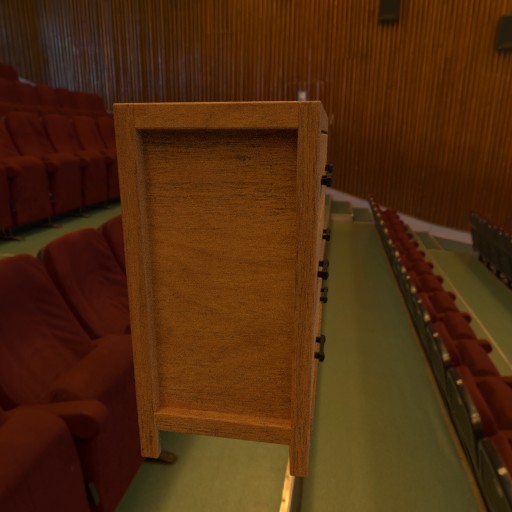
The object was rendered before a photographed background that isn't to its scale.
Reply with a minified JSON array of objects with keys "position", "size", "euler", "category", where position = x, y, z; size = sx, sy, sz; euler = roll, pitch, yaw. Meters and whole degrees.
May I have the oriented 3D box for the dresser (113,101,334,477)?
[{"position":[0.000,0.000,1.304],"size":[0.427,0.804,0.804],"euler":[3,15,9],"category":"dresser"}]
